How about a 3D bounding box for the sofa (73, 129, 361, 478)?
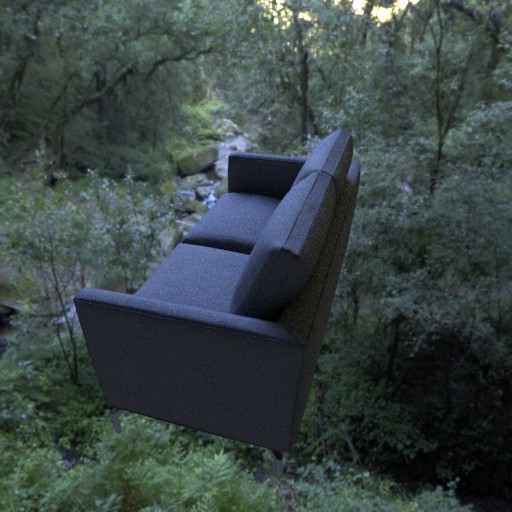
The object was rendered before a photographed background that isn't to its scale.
[{"bbox_3d":[0.000,0.000,2.115,0.803,0.924,1.594,9,32,14],"label":"sofa"}]
